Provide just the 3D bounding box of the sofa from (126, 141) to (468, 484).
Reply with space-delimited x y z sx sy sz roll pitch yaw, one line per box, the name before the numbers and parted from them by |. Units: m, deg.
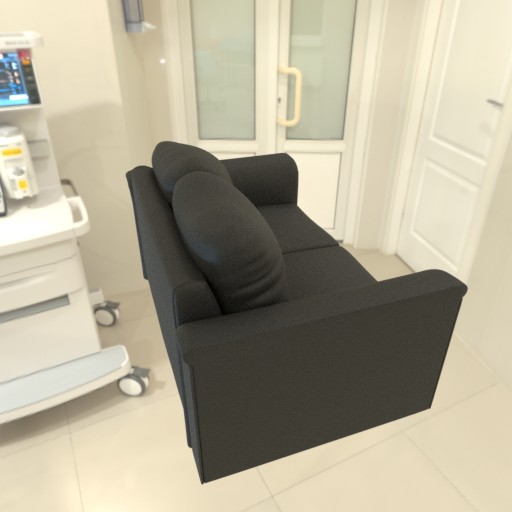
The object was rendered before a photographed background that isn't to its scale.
sofa | 0.000 0.000 1.871 0.887 0.845 1.386 -10 32 -17
